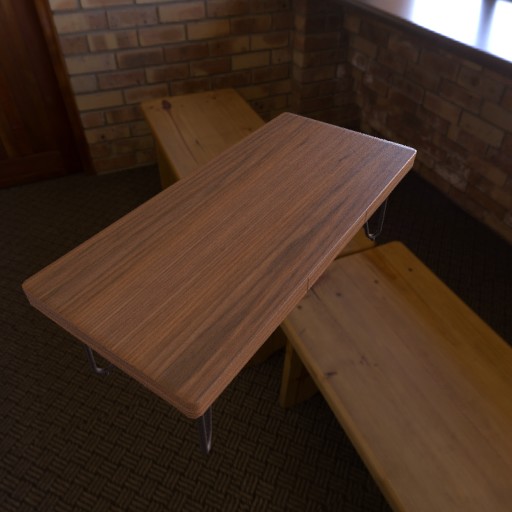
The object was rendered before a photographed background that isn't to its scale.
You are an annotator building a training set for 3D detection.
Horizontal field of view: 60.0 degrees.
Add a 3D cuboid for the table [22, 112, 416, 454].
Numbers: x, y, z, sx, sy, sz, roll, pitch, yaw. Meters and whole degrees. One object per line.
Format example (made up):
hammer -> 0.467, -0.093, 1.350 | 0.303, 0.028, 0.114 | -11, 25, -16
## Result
table -> 0.000, 0.000, 1.657 | 0.637, 0.468, 1.375 | 25, 48, 25
